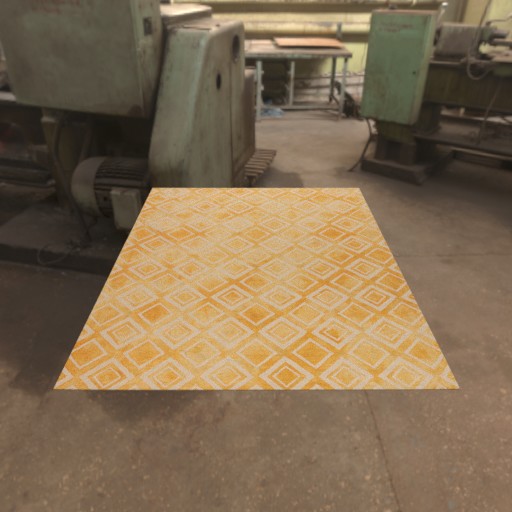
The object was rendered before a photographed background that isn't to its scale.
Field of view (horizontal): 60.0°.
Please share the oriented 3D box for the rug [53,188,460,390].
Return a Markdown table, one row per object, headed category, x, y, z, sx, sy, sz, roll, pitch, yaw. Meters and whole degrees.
| category | x | y | z | sx | sy | sz | roll | pitch | yaw |
| --- | --- | --- | --- | --- | --- | --- | --- | --- | --- |
| rug | 0.000 | 0.000 | 3.932 | 2.433 | 0.011 | 3.037 | 0 | 32 | 0 |
